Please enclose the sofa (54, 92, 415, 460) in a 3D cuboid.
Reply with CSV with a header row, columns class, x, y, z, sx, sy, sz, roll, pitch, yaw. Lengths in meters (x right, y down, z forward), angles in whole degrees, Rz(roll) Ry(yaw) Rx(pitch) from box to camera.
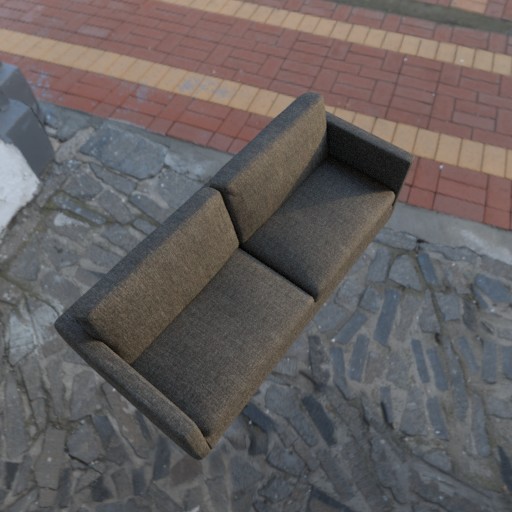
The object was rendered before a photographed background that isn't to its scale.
class,x,y,z,sx,sy,sz,roll,pitch,yaw
sofa,0.000,0.000,2.771,0.948,0.960,2.208,34,64,19
